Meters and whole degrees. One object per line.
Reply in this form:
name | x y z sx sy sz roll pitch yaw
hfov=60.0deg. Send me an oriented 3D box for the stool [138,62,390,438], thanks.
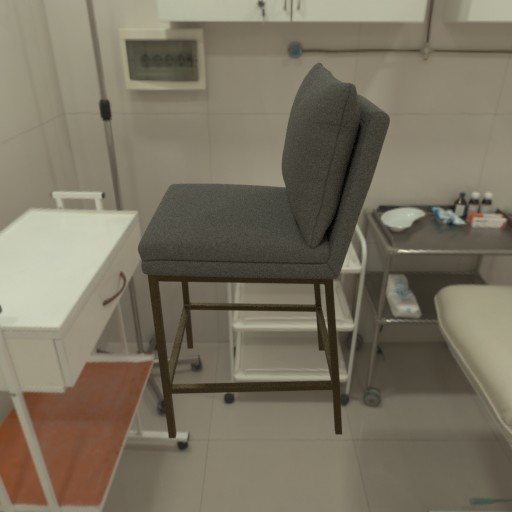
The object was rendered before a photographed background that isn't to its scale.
stool | 0.000 0.000 1.319 0.569 1.030 0.463 0 28 0
